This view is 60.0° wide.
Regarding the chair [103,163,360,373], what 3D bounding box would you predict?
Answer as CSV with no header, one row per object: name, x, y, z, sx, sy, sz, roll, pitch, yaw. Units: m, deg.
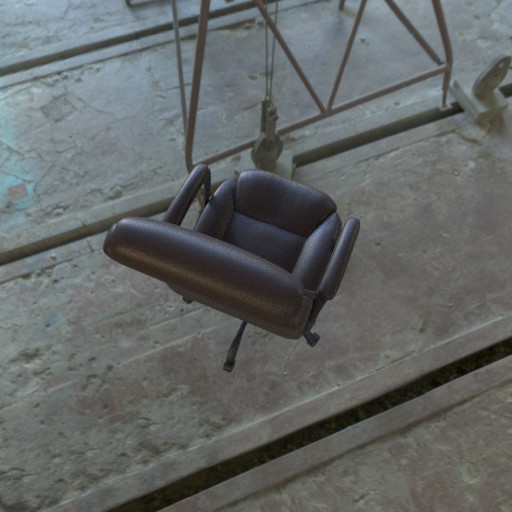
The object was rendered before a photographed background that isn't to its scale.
chair,0.000,0.000,1.472,0.615,1.072,0.655,21,67,9
